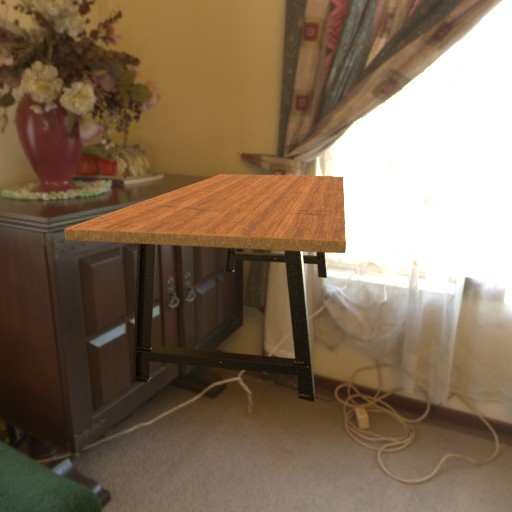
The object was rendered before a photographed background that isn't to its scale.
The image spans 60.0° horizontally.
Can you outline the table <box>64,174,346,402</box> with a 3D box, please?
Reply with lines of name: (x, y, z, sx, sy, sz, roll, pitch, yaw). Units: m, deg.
table: (0.000, 0.000, 2.651, 1.000, 0.757, 2.200, 3, 16, 10)
